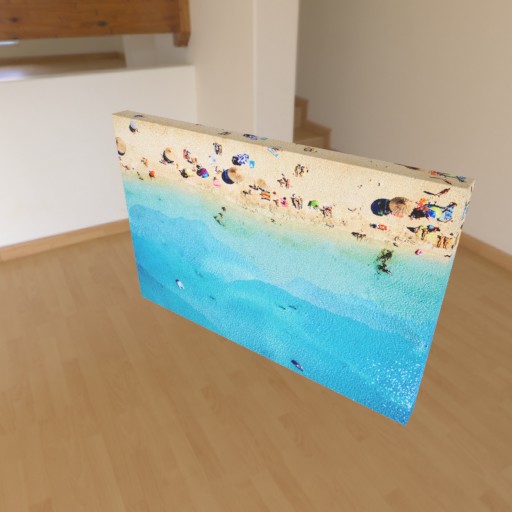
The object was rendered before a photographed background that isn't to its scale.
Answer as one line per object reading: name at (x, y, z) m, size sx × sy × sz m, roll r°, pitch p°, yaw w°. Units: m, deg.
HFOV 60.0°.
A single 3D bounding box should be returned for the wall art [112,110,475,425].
wall art at (0.000, 0.000, 1.124) m, size 0.894 × 0.595 × 0.057 m, roll 20°, pitch 36°, yaw 29°
